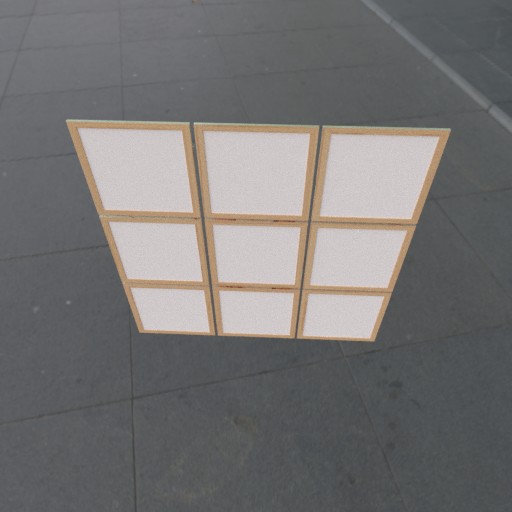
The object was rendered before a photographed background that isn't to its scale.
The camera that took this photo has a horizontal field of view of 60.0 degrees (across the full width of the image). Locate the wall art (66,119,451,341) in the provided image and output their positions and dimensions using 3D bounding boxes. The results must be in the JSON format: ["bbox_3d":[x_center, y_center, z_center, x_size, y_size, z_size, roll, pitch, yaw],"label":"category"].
[{"bbox_3d":[0.000,0.000,2.306,1.517,1.523,0.013,2,47,2],"label":"wall art"}]
